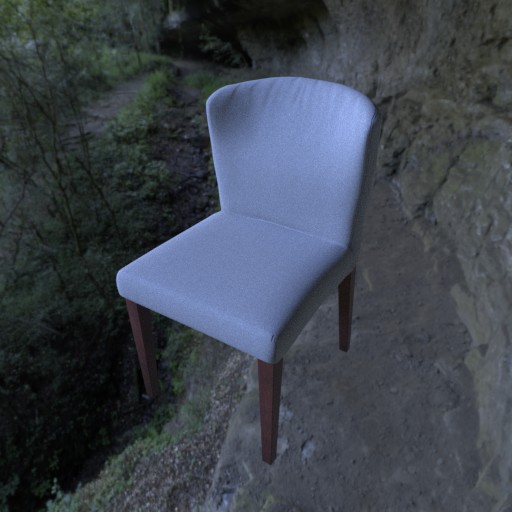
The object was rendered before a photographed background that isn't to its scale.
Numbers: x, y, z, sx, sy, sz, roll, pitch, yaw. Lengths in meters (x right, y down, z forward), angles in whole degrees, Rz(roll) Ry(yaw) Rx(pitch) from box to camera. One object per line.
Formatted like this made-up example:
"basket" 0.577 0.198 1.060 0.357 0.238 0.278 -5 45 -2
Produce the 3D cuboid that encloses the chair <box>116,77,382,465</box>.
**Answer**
"chair" 0.000 0.000 1.213 0.491 0.839 0.592 18 35 27
